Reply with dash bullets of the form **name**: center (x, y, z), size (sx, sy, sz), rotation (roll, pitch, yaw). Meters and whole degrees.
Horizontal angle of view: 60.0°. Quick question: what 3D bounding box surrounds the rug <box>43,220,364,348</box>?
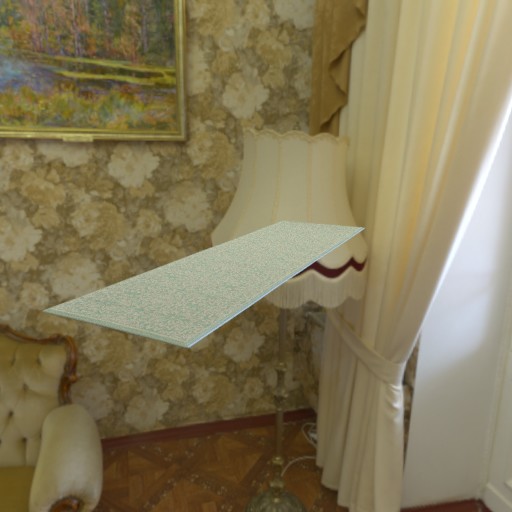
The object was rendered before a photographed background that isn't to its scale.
- **rug**: center (0.000, 0.000, 2.450), size (0.662, 0.011, 2.196), rotation (7, 16, 26)
